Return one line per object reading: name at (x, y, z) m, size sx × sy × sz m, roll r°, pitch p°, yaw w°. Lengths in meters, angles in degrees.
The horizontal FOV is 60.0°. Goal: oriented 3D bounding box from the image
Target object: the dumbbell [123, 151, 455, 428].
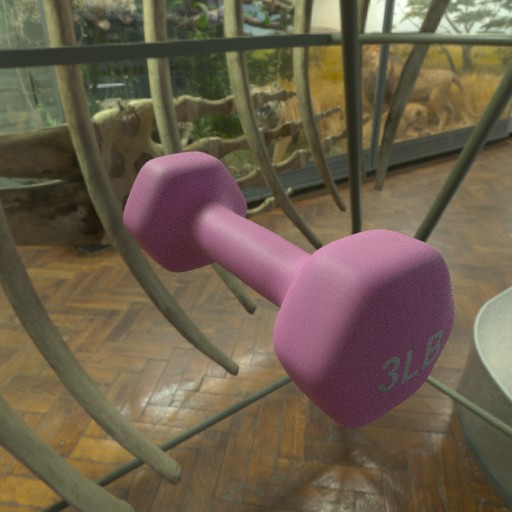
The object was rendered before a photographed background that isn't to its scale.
dumbbell at (0.000, 0.000, 0.185) m, size 0.064 × 0.058 × 0.159 m, roll -18°, pitch 33°, yaw -31°
